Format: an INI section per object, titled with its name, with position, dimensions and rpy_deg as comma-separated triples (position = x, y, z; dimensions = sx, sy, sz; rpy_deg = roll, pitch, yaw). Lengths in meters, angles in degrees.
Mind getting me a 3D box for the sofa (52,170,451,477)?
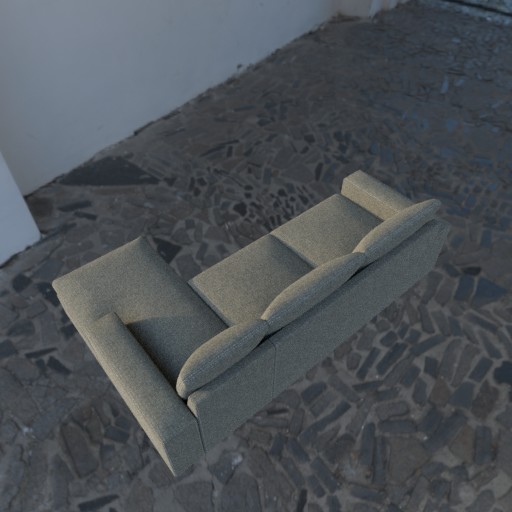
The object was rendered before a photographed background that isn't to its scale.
[sofa]
position = 0.000, 0.000, 3.510
dimensions = 2.718, 0.940, 1.689
rpy_deg = -31, 54, -26
